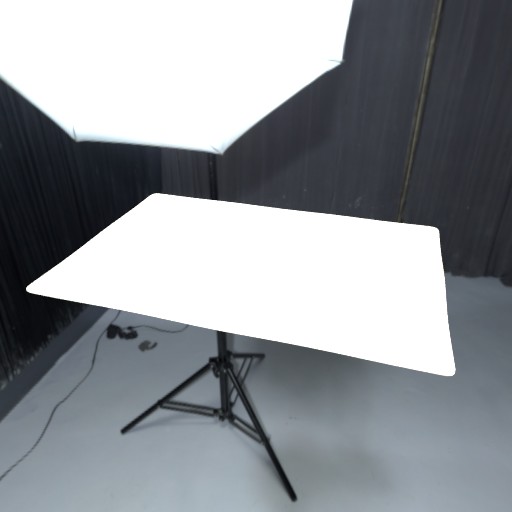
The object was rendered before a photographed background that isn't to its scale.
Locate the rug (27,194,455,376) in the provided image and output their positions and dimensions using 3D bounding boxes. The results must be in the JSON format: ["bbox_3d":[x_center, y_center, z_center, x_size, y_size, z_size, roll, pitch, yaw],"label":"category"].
[{"bbox_3d":[0.000,0.000,3.372,2.698,0.025,1.798,9,31,15],"label":"rug"}]
